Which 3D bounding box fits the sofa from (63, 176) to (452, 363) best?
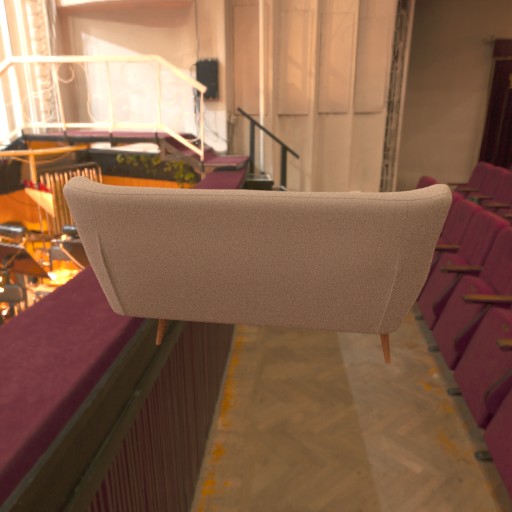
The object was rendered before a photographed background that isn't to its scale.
[{"bbox_3d":[0.000,0.000,2.436,1.930,0.890,0.899,3,18,9],"label":"sofa"}]
